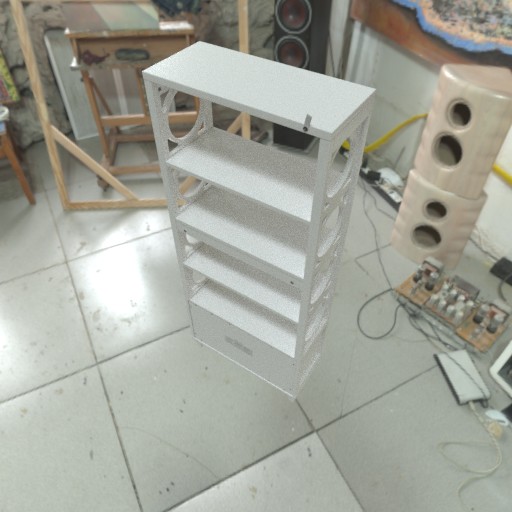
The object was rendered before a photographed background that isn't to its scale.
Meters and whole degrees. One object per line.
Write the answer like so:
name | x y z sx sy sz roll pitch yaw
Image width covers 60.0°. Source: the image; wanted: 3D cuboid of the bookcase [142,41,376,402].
bookcase | 0.000 0.000 2.194 0.761 1.869 0.361 25 51 22
